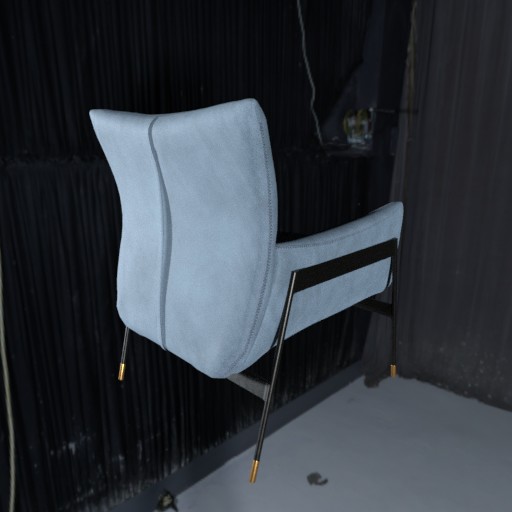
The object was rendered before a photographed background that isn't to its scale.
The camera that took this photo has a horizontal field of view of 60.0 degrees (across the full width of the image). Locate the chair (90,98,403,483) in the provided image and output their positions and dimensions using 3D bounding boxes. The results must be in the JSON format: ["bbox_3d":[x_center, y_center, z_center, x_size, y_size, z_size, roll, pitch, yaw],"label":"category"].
[{"bbox_3d":[0.000,0.000,1.366,0.709,0.858,0.678,-15,22,-43],"label":"chair"}]
